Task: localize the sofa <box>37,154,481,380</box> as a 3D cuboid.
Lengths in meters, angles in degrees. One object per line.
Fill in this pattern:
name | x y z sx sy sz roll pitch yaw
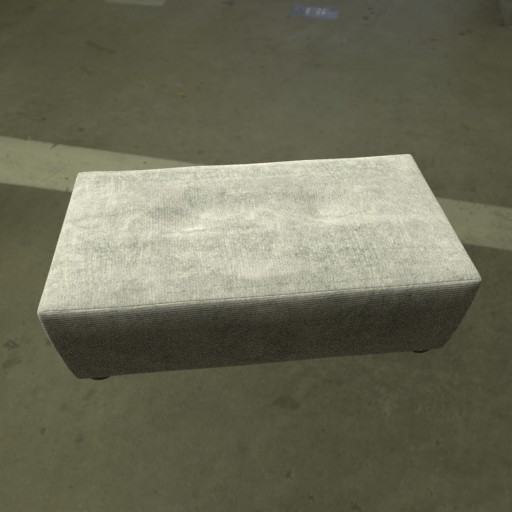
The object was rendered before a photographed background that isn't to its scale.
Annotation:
sofa | 0.000 0.000 1.139 0.930 0.330 0.480 -4 47 -4
